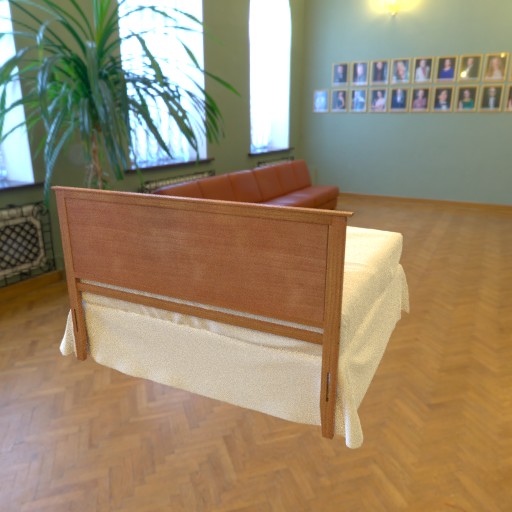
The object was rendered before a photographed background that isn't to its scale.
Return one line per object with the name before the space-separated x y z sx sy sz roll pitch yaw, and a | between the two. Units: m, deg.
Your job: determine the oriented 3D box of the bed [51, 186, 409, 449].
bed | 0.000 0.000 3.601 2.317 1.270 2.215 8 19 25
